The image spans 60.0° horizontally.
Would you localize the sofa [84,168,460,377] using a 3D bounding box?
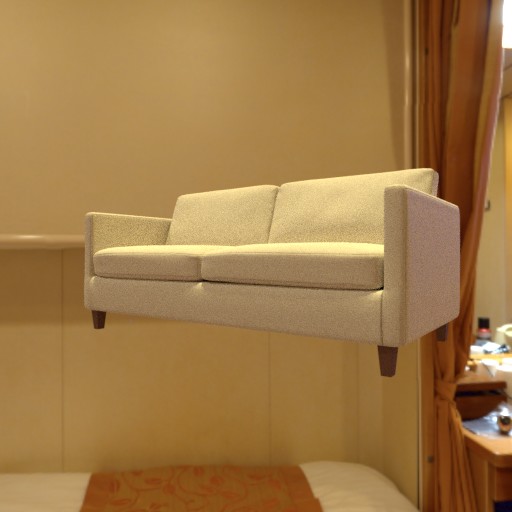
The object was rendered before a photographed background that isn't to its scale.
[{"bbox_3d":[0.000,0.000,2.517,1.981,0.889,0.965,0,0,36],"label":"sofa"}]
